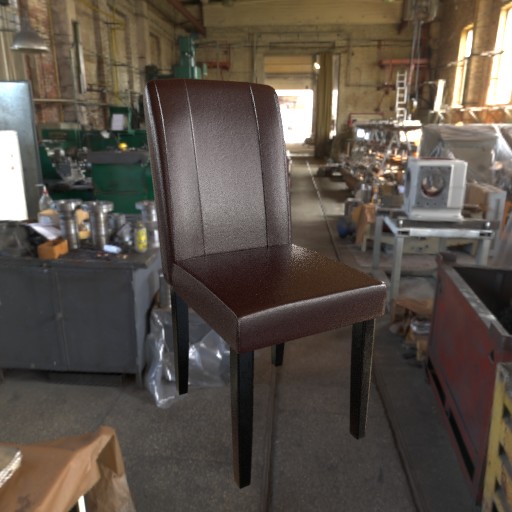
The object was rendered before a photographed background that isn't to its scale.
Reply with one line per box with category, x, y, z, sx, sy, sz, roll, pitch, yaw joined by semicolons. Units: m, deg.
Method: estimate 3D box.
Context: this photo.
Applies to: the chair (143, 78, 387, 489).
chair;0.000;0.000;1.157;0.399;0.897;0.556;-9;19;-27
